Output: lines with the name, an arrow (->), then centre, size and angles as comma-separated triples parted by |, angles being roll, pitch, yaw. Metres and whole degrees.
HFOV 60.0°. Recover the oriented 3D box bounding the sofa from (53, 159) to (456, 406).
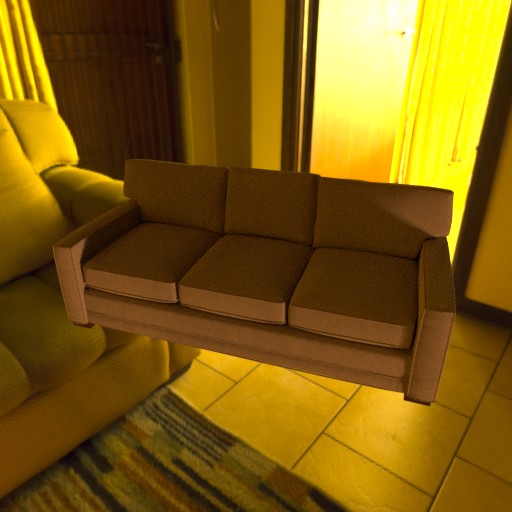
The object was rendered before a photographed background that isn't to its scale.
sofa -> 0.000, 0.000, 2.588 | 2.093, 0.862, 0.936 | 9, 28, 17
